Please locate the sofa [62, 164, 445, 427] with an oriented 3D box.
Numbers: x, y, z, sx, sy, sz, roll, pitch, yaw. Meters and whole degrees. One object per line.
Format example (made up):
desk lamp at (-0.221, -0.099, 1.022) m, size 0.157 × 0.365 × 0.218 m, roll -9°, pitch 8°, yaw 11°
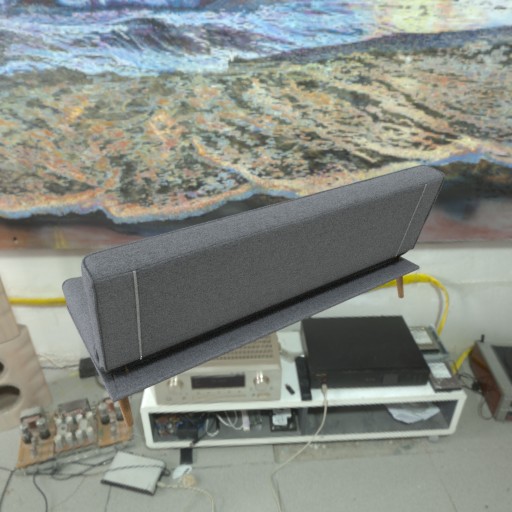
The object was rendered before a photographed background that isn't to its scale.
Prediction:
sofa at (0.000, 0.000, 2.324) m, size 1.820 × 0.830 × 0.810 m, roll -18°, pitch 34°, yaw -29°
